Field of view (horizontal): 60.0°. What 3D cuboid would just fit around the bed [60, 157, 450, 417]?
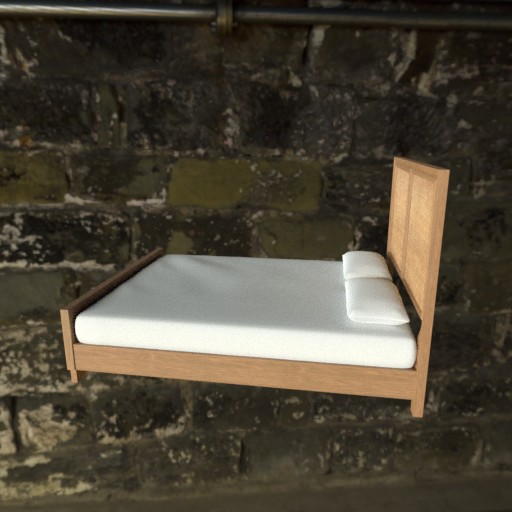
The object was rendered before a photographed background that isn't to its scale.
[{"bbox_3d":[0.000,0.000,3.282,2.184,1.387,1.606,2,15,9],"label":"bed"}]
